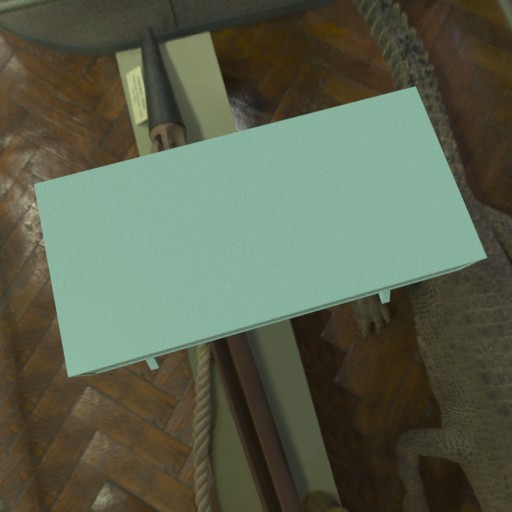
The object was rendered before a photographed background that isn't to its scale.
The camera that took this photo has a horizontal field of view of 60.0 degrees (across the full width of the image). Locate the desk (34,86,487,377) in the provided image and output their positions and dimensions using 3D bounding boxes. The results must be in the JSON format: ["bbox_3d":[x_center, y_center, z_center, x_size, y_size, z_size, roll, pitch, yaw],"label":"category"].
[{"bbox_3d":[0.000,0.000,1.509,1.059,0.780,0.509,-15,77,-4],"label":"desk"}]
